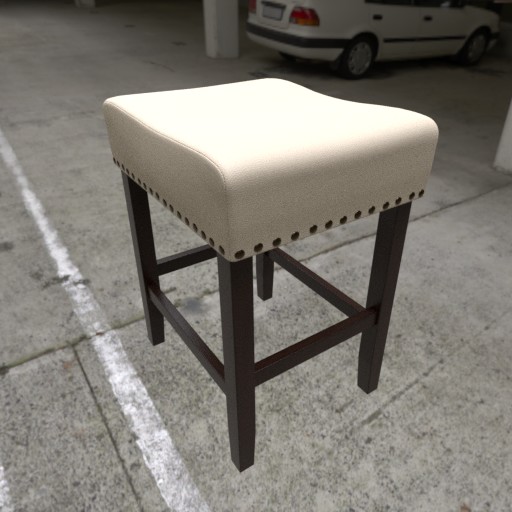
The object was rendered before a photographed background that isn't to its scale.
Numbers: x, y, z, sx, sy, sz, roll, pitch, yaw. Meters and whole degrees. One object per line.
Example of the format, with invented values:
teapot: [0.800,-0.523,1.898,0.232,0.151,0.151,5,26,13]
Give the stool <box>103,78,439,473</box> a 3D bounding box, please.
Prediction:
stool: [0.000,0.000,0.918,0.401,0.609,0.471,-19,36,-28]
